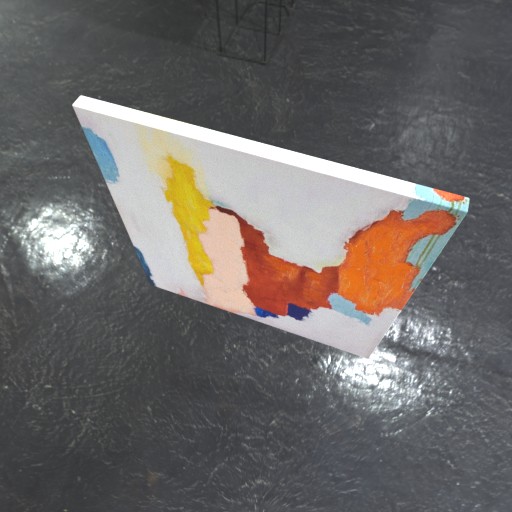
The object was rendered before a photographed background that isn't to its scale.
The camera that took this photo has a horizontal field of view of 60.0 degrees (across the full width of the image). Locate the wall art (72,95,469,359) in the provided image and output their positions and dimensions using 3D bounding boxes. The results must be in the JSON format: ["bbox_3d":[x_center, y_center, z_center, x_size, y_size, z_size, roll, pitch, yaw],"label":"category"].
[{"bbox_3d":[0.000,0.000,1.518,1.017,1.017,0.044,17,60,10],"label":"wall art"}]
